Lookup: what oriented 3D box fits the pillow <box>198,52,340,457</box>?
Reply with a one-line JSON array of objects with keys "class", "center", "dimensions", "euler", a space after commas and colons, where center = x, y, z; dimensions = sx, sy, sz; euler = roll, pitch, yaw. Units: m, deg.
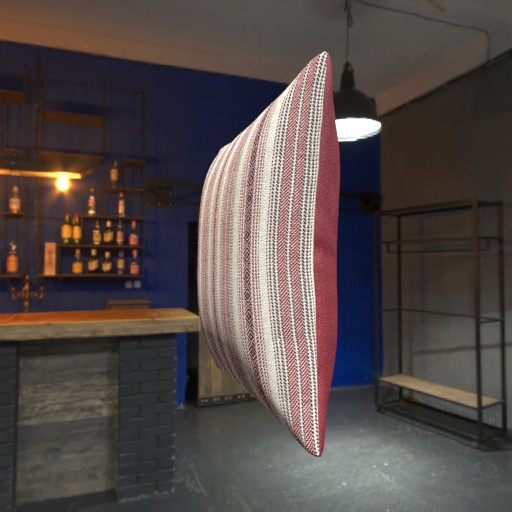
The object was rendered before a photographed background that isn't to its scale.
[{"class": "pillow", "center": [0.000, 0.000, 0.780], "dimensions": [0.166, 0.497, 0.513], "euler": [0, -1, -19]}]
